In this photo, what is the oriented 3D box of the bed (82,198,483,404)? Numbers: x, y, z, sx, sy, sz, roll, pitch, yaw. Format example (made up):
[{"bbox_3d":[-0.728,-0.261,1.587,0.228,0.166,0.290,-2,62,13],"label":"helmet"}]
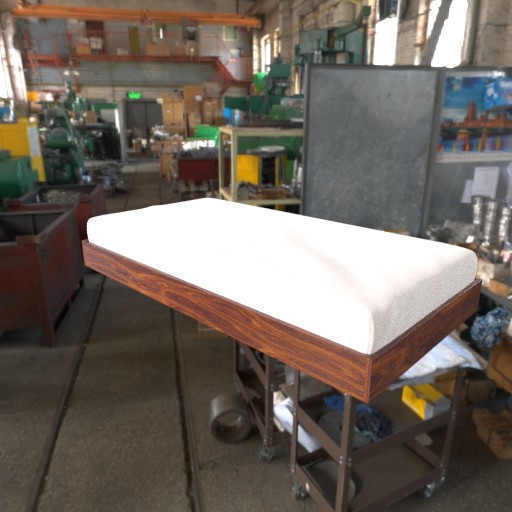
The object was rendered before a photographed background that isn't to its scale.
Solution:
[{"bbox_3d":[0.000,0.000,2.238,1.860,0.312,0.940,17,24,41],"label":"bed"}]
